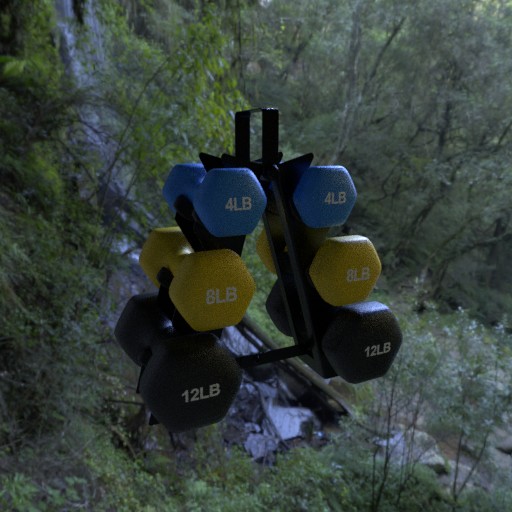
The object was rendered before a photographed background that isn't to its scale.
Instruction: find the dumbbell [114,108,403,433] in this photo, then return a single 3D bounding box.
[{"bbox_3d":[0.000,0.000,0.680,0.409,0.426,0.255,-7,16,-25],"label":"dumbbell"}]
